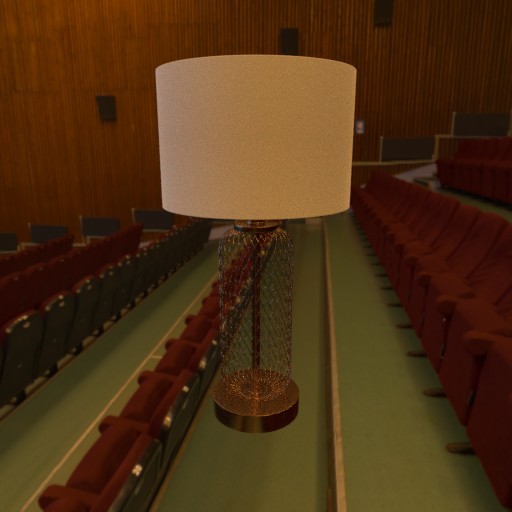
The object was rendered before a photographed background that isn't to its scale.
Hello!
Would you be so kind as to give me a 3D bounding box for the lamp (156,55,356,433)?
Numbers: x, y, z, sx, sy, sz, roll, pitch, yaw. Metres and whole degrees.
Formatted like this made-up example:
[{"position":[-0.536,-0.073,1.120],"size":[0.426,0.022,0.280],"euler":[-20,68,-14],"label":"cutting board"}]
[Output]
[{"position":[0.000,0.000,0.628],"size":[0.252,0.483,0.252],"euler":[2,14,7],"label":"lamp"}]
